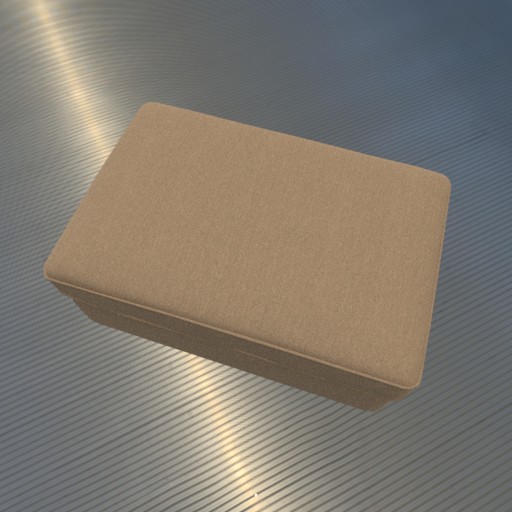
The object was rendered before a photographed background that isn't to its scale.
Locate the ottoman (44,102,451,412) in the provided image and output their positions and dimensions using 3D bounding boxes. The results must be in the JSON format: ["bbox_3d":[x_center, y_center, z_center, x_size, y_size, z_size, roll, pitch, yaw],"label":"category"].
[{"bbox_3d":[0.000,0.000,1.314,0.945,0.521,0.636,16,63,8],"label":"ottoman"}]
